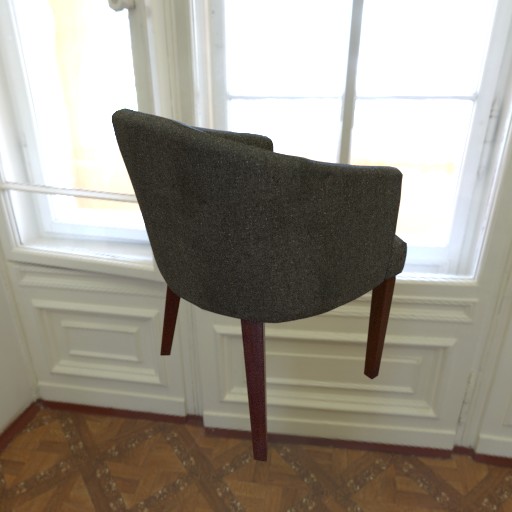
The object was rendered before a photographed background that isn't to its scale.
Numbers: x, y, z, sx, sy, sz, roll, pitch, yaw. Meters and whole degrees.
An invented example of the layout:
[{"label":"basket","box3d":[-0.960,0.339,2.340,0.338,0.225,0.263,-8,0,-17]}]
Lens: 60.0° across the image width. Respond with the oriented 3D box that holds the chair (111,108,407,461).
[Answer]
[{"label":"chair","box3d":[0.000,0.000,1.218,0.655,0.811,0.583,-18,31,-33]}]
